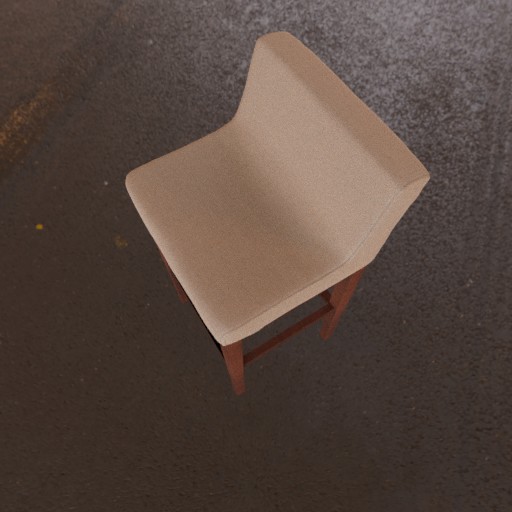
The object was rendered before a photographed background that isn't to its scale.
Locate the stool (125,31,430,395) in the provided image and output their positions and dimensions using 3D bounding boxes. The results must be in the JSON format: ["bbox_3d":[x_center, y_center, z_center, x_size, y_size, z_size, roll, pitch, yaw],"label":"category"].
[{"bbox_3d":[0.000,0.000,1.322,0.500,1.037,0.511,-29,66,-14],"label":"stool"}]
